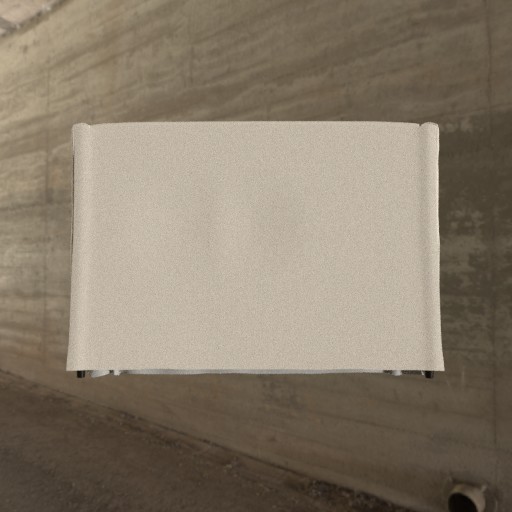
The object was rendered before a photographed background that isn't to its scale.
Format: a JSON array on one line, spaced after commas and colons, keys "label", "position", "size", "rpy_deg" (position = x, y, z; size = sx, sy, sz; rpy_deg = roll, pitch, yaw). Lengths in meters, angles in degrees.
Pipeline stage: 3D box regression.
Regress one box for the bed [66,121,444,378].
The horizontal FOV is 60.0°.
[{"label": "bed", "position": [0.000, 0.000, 3.383], "size": [1.925, 1.332, 2.276], "rpy_deg": [0, -2, 0]}]
